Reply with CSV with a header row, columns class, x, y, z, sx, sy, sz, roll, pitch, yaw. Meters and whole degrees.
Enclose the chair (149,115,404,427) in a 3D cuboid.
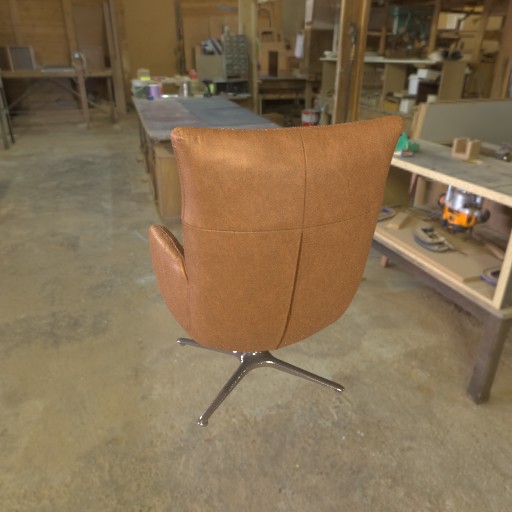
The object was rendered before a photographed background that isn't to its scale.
class,x,y,z,sx,sy,sz,roll,pitch,yaw
chair,0.000,0.000,1.578,0.711,1.027,0.794,-8,27,-16
